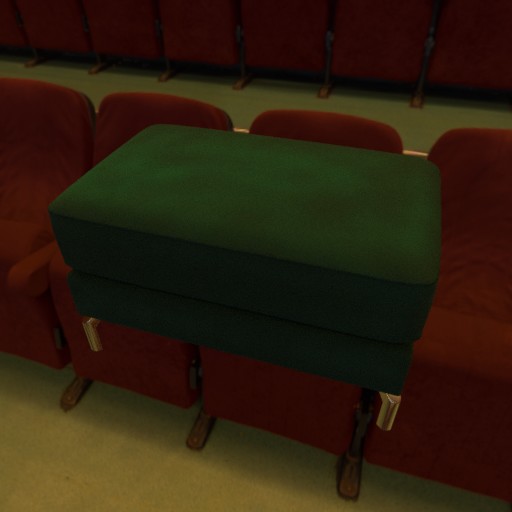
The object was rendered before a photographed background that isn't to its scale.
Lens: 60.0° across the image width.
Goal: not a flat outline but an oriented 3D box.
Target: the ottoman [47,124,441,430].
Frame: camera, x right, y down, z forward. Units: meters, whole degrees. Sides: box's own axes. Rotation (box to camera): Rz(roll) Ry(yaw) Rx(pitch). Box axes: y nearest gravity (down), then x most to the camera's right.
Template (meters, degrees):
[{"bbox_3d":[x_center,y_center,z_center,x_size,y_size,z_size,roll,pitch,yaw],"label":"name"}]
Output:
[{"bbox_3d":[0.000,0.000,1.239,0.886,0.533,0.536,11,40,14],"label":"ottoman"}]
